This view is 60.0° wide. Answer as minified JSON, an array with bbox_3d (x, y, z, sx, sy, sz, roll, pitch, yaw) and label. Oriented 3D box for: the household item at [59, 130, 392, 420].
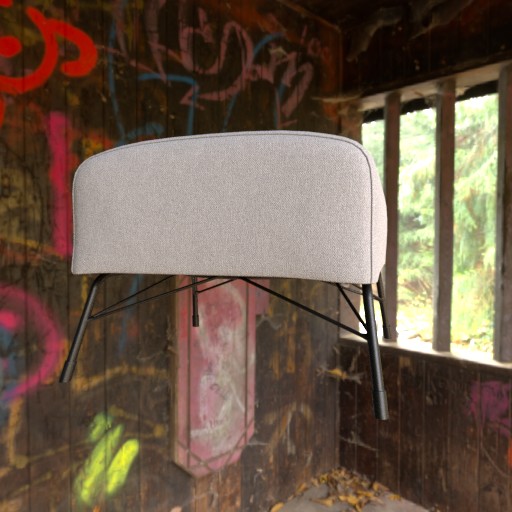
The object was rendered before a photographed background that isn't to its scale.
[{"bbox_3d":[0.000,0.000,0.904,0.530,0.410,0.530,1,2,18],"label":"household item"}]
